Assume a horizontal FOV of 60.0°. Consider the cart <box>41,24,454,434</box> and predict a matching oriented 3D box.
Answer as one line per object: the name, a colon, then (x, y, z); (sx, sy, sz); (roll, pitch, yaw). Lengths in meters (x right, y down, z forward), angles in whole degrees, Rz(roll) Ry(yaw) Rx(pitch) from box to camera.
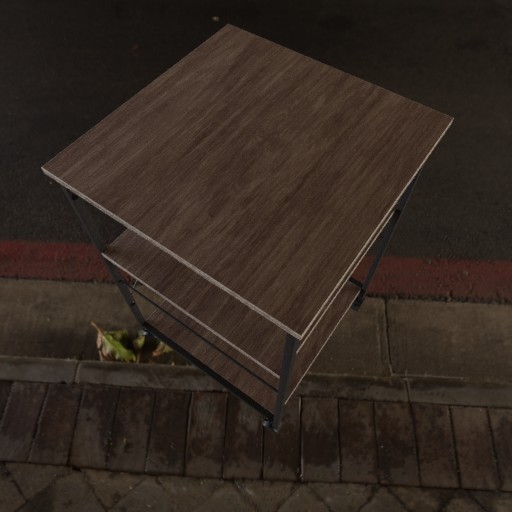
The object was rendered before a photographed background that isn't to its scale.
cart: (0.000, 0.000, 1.103); (0.520, 0.762, 0.521); (31, 63, 18)
